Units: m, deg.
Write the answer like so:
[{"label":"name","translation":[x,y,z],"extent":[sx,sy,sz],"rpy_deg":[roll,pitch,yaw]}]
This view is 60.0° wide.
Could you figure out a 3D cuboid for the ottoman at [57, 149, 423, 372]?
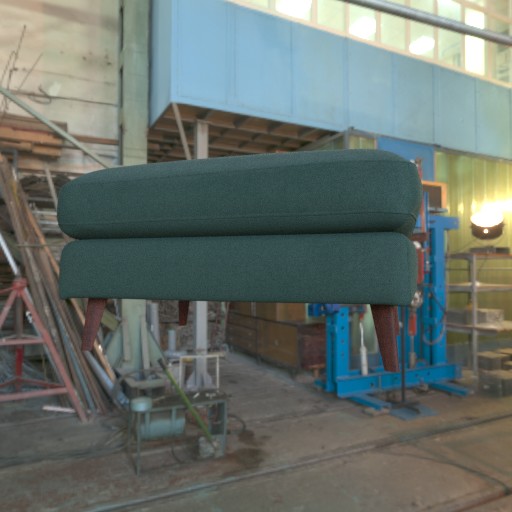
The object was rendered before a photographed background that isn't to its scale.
[{"label":"ottoman","translation":[0.000,0.000,1.169],"extent":[0.811,0.449,0.608],"rpy_deg":[-1,-2,18]}]
